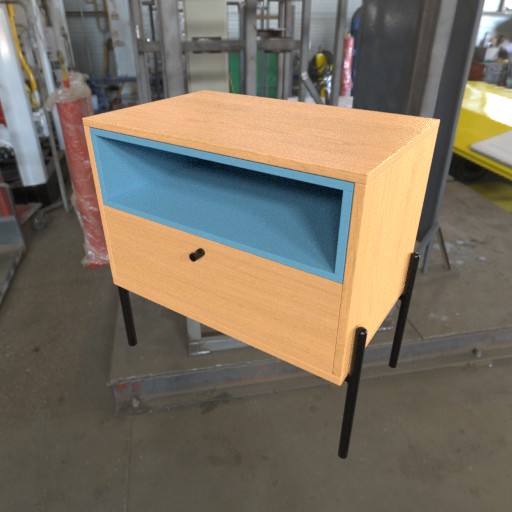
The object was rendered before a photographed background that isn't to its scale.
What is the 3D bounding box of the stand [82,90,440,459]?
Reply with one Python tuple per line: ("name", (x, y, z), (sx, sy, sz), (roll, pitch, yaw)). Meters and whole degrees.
("stand", (0.000, 0.000, 0.997), (0.630, 0.600, 0.400), (18, 35, 29))
